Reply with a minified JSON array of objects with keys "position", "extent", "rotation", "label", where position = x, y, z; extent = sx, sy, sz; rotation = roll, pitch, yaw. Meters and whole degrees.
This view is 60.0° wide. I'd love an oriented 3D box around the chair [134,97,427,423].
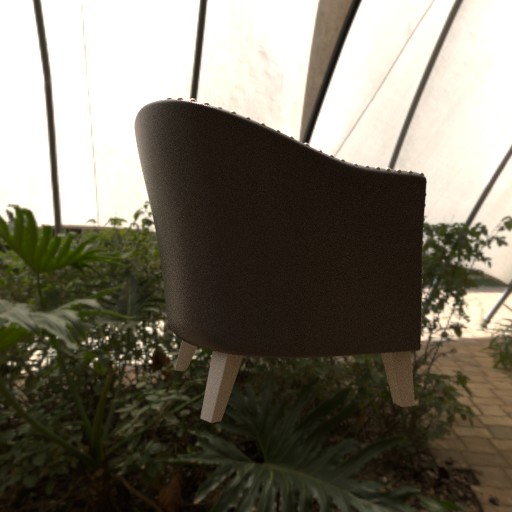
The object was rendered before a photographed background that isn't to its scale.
[{"position":[0.000,0.000,1.417],"extent":[0.748,0.823,0.794],"rotation":[0,0,-18],"label":"chair"}]
